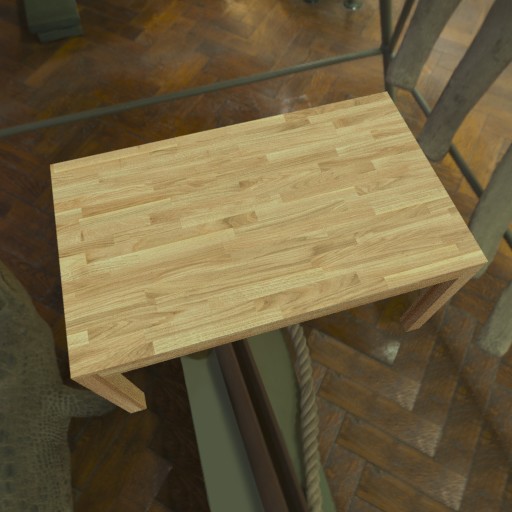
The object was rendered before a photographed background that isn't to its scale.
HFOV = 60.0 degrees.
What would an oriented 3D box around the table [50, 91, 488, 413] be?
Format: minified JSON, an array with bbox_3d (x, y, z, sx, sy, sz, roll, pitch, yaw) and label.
[{"bbox_3d":[0.000,0.000,2.058,1.500,0.770,0.900,-15,64,-7],"label":"table"}]
